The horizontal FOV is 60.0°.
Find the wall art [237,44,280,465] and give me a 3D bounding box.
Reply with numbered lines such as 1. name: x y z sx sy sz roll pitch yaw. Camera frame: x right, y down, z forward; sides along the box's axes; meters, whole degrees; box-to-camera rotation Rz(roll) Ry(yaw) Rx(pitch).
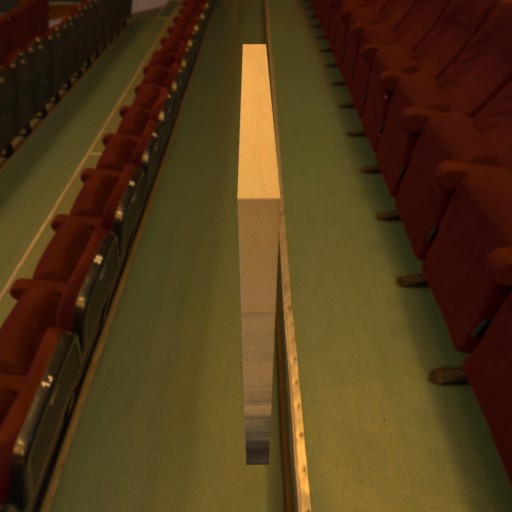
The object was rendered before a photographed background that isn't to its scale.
1. wall art: 0.000 0.000 0.707 0.037 0.511 0.435 0 41 0
